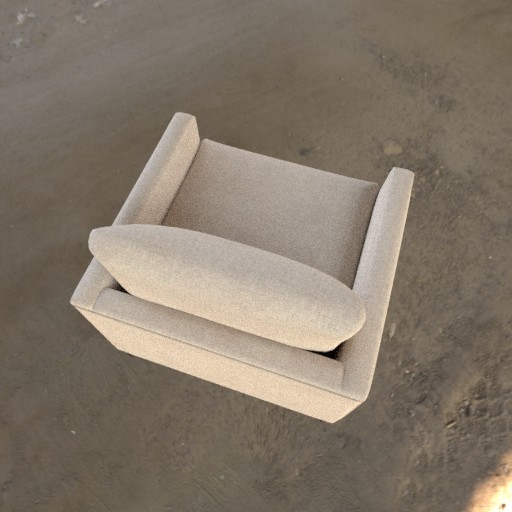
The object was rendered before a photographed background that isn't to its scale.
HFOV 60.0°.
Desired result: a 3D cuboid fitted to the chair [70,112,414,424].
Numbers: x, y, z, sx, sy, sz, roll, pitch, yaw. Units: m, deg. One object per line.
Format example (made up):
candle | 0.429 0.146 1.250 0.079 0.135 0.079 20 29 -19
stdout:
chair | 0.000 0.000 1.648 0.963 0.861 0.866 17 64 8
